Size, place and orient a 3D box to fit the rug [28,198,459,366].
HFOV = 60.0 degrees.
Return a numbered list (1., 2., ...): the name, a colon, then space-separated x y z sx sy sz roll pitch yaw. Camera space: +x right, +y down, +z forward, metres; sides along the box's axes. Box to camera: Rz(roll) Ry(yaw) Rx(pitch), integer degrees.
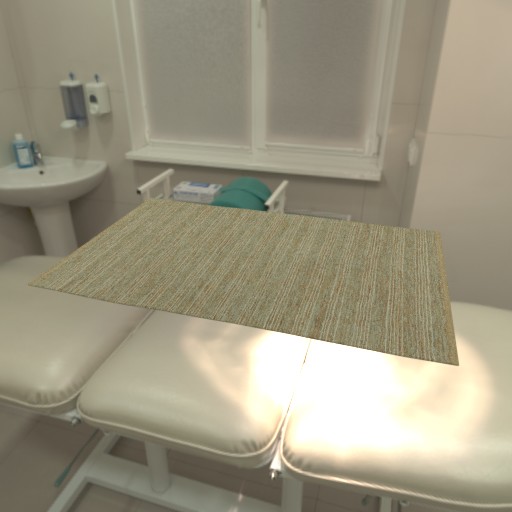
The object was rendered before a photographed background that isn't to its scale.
1. rug: 0.000 0.000 3.023 2.448 0.012 1.540 8 29 15
